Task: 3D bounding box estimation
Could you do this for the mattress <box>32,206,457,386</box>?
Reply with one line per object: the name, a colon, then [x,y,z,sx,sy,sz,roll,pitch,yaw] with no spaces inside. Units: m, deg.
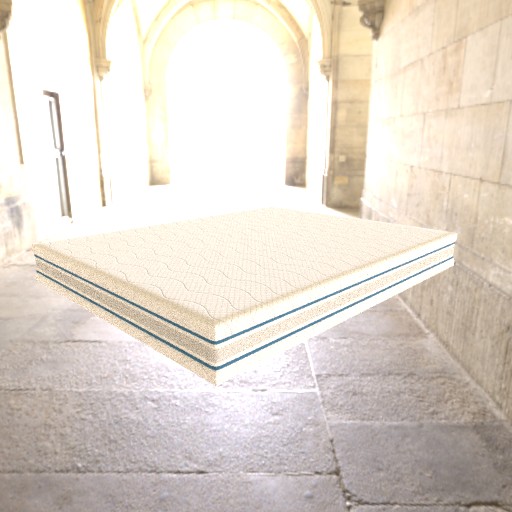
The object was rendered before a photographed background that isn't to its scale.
mattress: [0.000,0.000,2.672,1.600,0.230,2.000,15,21,43]
